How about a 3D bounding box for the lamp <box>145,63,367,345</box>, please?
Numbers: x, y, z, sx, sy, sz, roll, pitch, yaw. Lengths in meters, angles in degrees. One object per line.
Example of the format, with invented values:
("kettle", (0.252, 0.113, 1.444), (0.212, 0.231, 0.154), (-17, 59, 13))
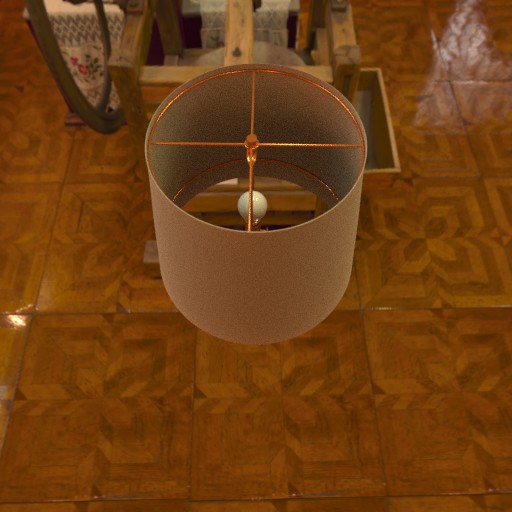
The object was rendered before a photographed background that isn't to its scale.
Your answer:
("lamp", (0.000, 0.000, 0.449), (0.189, 0.340, 0.189), (0, 62, 0))
